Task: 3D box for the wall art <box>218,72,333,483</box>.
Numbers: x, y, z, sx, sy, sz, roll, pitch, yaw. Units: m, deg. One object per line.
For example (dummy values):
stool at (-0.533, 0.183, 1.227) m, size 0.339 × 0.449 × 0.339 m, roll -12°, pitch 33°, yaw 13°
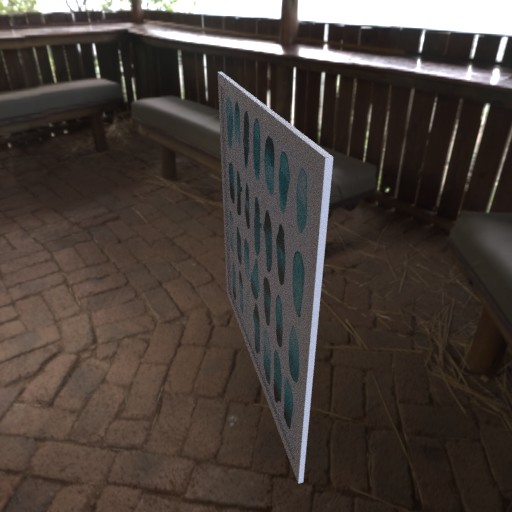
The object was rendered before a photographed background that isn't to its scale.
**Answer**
wall art at (0.000, 0.000, 0.824) m, size 0.009 × 0.559 × 0.558 m, roll -8°, pitch 32°, yaw -13°
